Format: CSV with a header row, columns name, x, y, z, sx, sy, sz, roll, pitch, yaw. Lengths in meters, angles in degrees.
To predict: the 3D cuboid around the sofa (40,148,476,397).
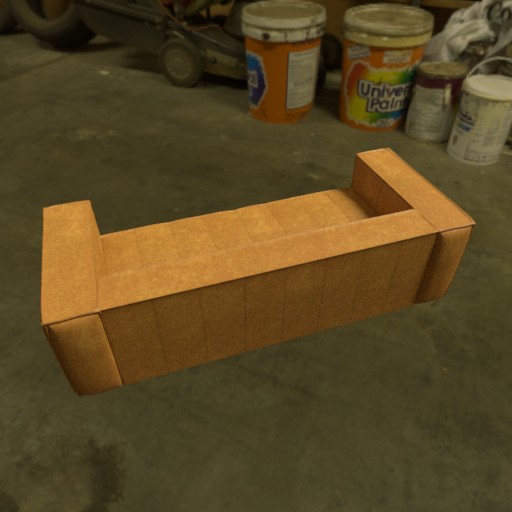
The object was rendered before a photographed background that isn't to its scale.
name,x,y,z,sx,sy,sz,roll,pitch,yaw
sofa,0.000,0.000,3.008,2.581,0.701,1.102,-13,42,-14
